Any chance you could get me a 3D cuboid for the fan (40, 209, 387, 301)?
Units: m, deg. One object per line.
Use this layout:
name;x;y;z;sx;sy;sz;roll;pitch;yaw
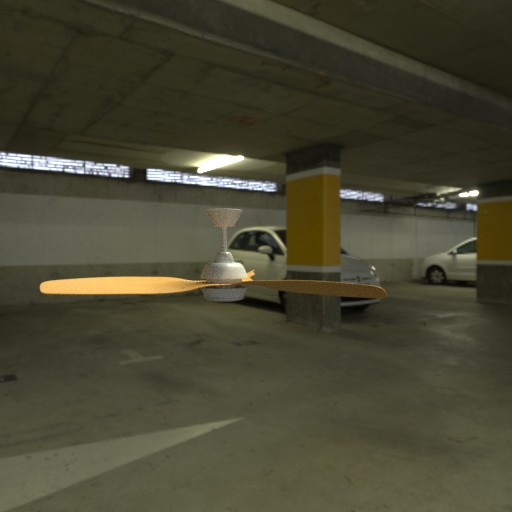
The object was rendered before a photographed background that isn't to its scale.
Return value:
fan;0.000;0.000;1.655;1.010;0.355;1.142;1;1;37
